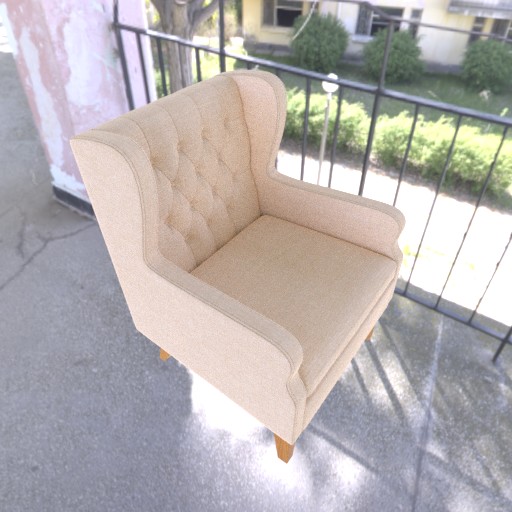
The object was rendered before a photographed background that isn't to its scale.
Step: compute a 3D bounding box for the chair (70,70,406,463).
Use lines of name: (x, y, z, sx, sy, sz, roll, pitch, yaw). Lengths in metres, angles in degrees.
chair: (0.000, 0.000, 1.439, 0.760, 0.930, 0.710, 25, 46, 26)
